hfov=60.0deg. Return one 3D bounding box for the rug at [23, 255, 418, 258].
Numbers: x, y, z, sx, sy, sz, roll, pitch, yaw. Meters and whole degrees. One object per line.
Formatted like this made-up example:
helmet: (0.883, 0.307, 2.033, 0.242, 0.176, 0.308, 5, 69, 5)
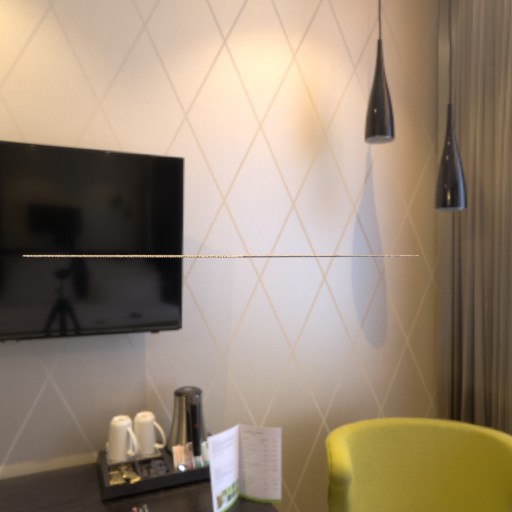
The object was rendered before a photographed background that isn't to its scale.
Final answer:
rug: (0.000, 0.000, 4.291, 2.143, 0.015, 3.422, 0, 0, 36)
